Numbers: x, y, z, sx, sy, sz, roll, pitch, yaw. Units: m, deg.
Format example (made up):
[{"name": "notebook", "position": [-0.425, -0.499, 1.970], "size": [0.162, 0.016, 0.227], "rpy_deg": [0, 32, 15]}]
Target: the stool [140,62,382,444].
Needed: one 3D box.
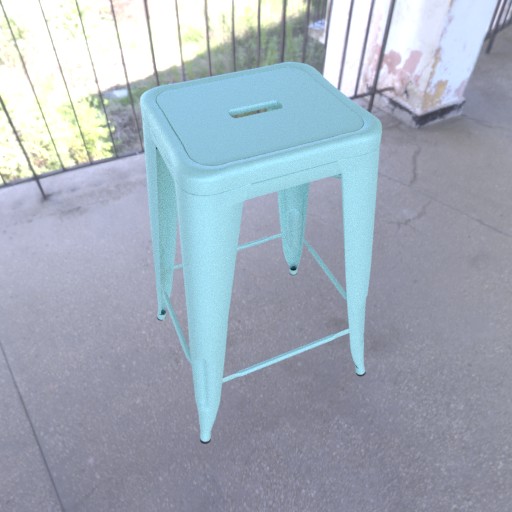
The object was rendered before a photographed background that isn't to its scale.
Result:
[{"name": "stool", "position": [0.000, 0.000, 0.849], "size": [0.399, 0.609, 0.359], "rpy_deg": [-18, 49, -17]}]
